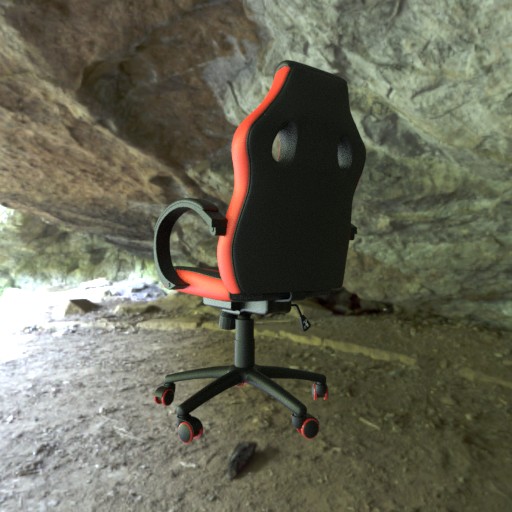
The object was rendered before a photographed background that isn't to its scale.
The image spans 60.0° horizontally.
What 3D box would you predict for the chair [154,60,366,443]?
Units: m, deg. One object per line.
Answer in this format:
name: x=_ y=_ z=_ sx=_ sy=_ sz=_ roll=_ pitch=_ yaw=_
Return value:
chair: x=0.000 y=0.000 z=1.428 sx=0.600 sy=1.016 sz=0.642 roll=0 pitch=0 yaw=-36
